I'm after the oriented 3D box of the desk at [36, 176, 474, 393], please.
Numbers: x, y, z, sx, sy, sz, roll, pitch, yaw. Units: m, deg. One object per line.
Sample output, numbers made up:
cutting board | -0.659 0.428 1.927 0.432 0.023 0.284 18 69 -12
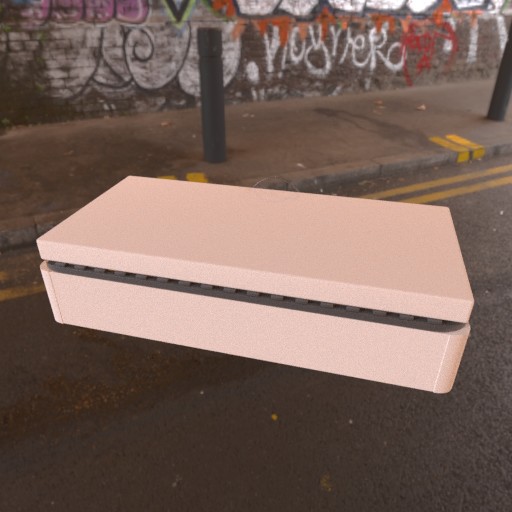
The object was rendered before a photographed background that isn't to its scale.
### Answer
desk | 0.000 0.000 2.246 1.900 0.526 0.900 8 31 13
